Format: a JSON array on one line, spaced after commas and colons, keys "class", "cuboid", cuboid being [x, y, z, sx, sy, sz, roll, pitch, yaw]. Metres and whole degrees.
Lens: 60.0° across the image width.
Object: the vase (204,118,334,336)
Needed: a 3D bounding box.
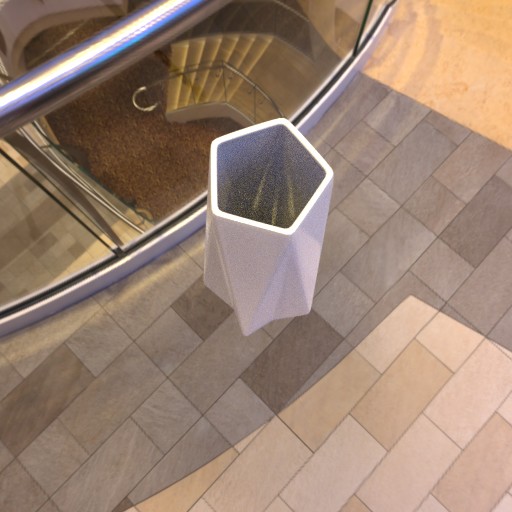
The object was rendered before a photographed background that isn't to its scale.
[{"class": "vase", "cuboid": [0.000, 0.000, 0.392, 0.116, 0.329, 0.122, -2, 75, 0]}]
